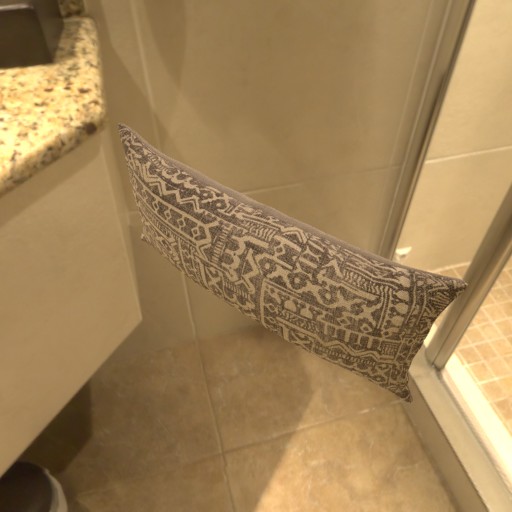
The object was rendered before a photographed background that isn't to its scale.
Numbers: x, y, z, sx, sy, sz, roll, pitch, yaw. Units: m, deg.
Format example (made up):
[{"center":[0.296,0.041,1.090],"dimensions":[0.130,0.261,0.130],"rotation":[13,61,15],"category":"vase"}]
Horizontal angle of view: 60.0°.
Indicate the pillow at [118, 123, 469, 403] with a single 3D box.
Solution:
[{"center":[0.000,0.000,0.744],"dimensions":[0.631,0.290,0.148],"rotation":[29,52,25],"category":"pillow"}]
